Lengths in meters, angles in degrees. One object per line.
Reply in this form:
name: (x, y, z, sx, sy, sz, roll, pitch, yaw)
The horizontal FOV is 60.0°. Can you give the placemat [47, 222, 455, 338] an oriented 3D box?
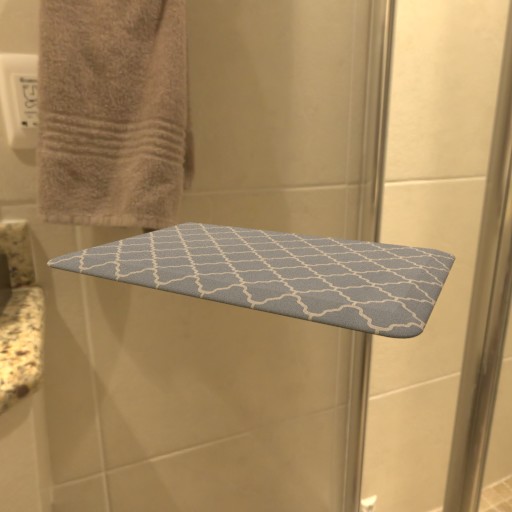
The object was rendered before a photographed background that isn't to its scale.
placemat: (0.000, 0.000, 0.966, 0.762, 0.021, 0.508, 8, 17, 28)
